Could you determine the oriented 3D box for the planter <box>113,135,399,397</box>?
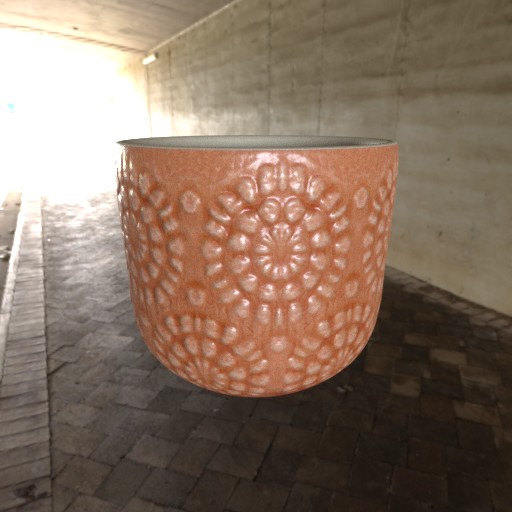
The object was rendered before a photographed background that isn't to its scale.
[{"bbox_3d":[0.000,0.000,0.215,0.124,0.109,0.124,0,17,0],"label":"planter"}]
